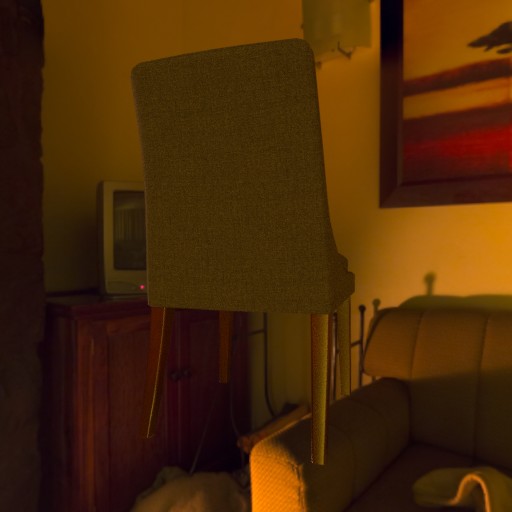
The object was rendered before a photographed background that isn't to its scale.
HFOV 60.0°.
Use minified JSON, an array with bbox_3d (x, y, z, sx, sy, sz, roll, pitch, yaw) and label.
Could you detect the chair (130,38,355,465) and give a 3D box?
[{"bbox_3d":[0.000,0.000,1.310,0.508,0.952,0.655,0,0,19],"label":"chair"}]
